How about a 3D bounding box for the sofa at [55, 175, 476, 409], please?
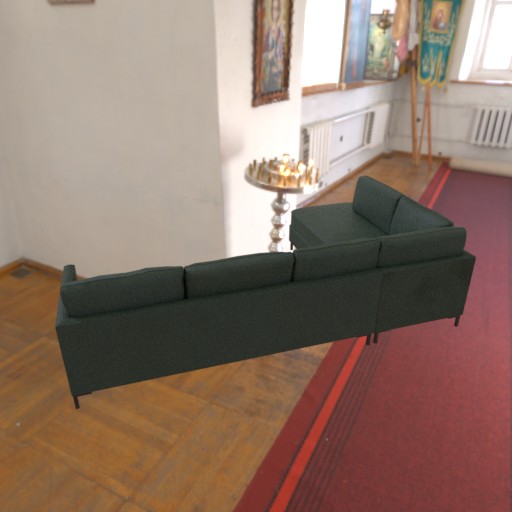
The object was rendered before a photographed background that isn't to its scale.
[{"bbox_3d":[0.000,0.000,4.298,3.384,0.996,2.048,-8,27,-16],"label":"sofa"}]
